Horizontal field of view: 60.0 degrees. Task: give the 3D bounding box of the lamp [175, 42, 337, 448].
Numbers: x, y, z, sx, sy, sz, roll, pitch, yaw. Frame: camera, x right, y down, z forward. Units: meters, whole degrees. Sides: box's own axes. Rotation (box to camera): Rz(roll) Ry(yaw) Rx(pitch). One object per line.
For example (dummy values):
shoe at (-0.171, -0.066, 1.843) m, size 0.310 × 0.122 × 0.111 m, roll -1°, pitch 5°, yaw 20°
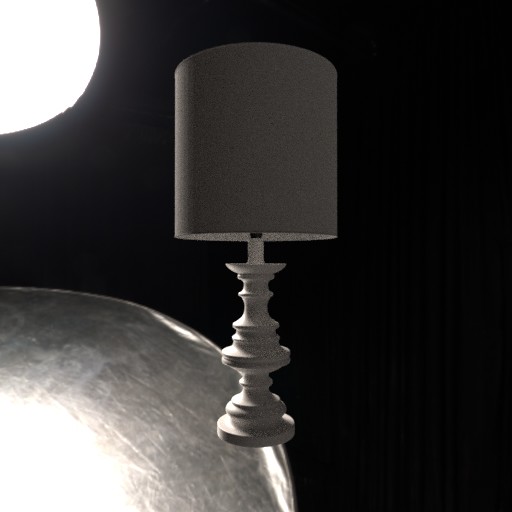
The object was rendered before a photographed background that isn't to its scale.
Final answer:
lamp at (0.000, 0.000, 0.576) m, size 0.208 × 0.455 × 0.208 m, roll 0°, pitch -1°, yaw -36°
